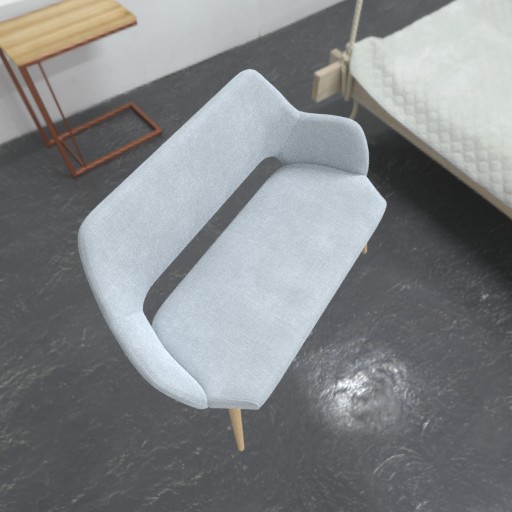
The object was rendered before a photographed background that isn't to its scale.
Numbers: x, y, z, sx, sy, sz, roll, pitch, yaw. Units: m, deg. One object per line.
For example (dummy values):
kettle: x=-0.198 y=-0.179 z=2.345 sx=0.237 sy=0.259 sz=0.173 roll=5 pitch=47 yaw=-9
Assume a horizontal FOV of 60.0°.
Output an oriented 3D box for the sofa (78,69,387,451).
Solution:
sofa: x=0.000 y=0.000 z=1.577 sx=0.610 sy=0.840 sz=1.150 roll=29 pitch=63 yaw=17
